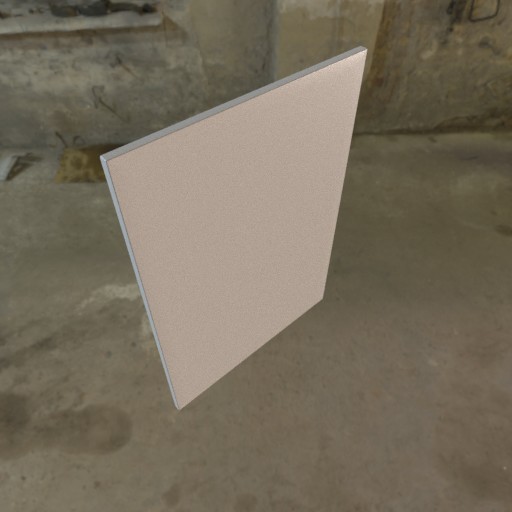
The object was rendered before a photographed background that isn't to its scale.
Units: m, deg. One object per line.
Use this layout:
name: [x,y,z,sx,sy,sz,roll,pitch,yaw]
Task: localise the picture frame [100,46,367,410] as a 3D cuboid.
picture frame: [0.000,0.000,0.690,0.381,0.534,0.012,-33,55,-27]
